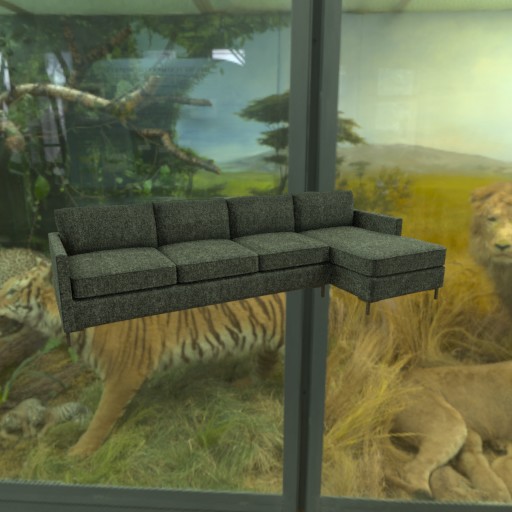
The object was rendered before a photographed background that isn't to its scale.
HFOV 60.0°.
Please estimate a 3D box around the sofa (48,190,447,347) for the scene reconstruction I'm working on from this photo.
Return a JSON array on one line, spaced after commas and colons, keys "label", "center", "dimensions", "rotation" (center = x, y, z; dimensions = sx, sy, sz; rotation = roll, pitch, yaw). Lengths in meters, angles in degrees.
[{"label": "sofa", "center": [0.000, 0.000, 4.101], "dimensions": [3.384, 0.970, 1.488], "rotation": [-7, 16, -27]}]
